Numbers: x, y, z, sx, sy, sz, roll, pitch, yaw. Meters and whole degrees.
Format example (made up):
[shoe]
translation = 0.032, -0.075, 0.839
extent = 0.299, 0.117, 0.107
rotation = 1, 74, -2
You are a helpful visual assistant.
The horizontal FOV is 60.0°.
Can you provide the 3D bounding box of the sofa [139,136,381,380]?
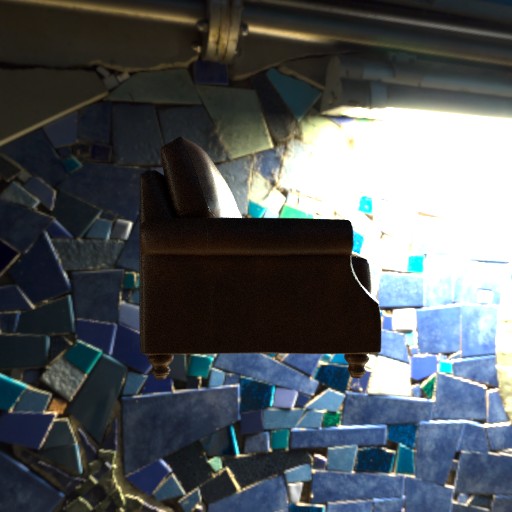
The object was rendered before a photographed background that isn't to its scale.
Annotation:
[sofa]
translation = 0.000, 0.000, 2.814
extent = 0.973, 0.977, 2.351
rotation = 0, 0, -1
